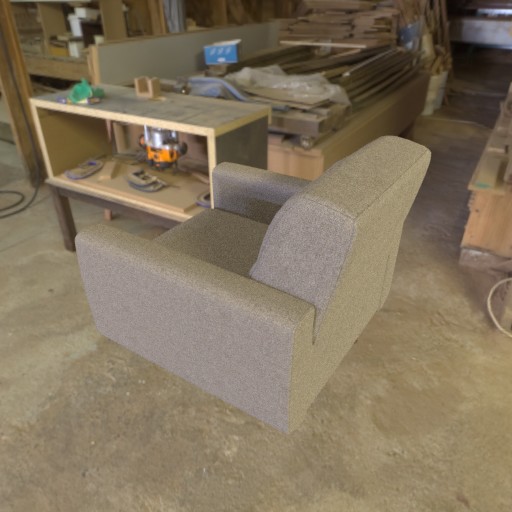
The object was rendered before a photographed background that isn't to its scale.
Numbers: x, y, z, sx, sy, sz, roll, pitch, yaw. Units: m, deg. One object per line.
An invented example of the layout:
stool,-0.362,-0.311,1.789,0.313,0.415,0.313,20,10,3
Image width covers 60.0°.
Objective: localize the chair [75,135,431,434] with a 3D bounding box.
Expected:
chair,0.000,0.000,1.557,0.907,0.839,0.831,20,37,28
